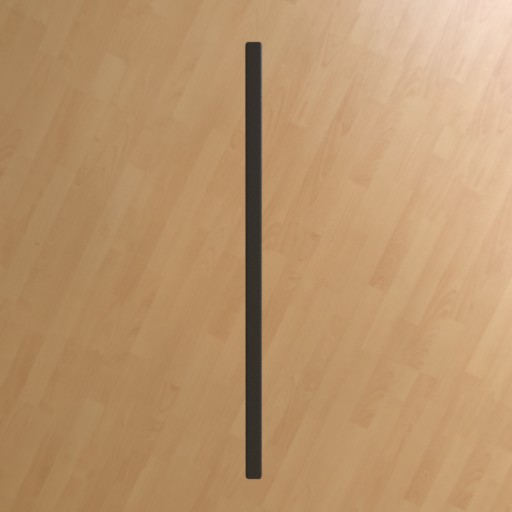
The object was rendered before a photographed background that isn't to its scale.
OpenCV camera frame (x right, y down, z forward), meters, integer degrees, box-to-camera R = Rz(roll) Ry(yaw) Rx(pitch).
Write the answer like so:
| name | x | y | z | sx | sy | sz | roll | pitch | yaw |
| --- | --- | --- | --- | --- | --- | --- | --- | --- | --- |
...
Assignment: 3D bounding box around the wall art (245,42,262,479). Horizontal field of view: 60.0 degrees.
| name | x | y | z | sx | sy | sz | roll | pitch | yaw |
| --- | --- | --- | --- | --- | --- | --- | --- | --- | --- |
| wall art | 0.000 | 0.000 | 0.777 | 0.018 | 0.582 | 0.481 | 0 | 92 | 1 |
